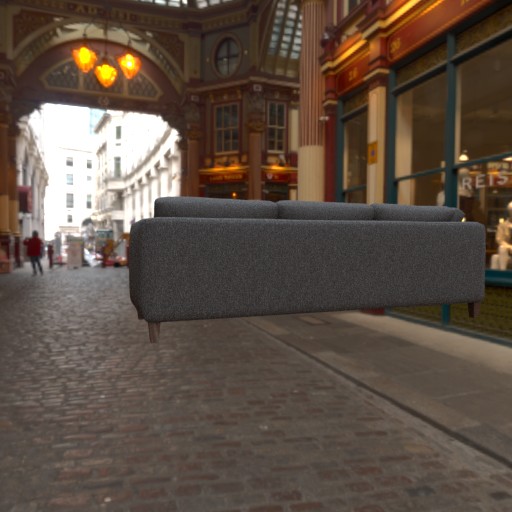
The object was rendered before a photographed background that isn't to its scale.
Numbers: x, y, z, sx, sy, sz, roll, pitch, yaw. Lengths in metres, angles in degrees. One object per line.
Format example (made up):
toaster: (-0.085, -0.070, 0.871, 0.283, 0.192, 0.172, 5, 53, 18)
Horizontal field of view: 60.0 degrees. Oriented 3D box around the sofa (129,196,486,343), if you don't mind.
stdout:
sofa: (0.000, 0.000, 4.394, 2.551, 0.853, 3.238, -1, 2, -20)
